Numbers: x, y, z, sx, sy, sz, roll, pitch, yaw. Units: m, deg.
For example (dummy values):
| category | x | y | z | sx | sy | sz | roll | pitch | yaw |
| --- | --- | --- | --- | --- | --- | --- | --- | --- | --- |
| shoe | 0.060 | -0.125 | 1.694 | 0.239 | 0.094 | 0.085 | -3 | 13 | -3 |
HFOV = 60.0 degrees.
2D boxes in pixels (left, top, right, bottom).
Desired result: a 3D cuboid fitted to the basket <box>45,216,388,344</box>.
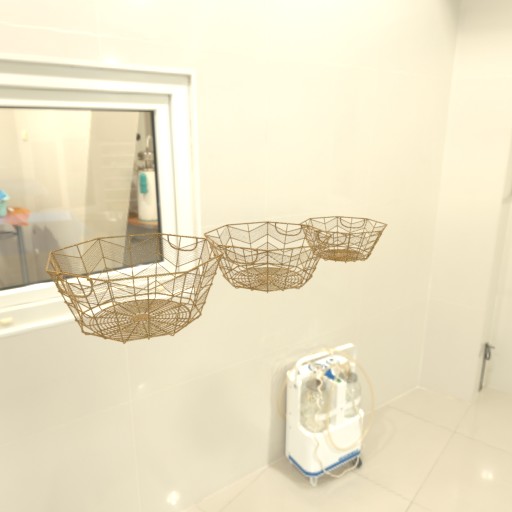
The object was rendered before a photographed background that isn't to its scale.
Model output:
| category | x | y | z | sx | sy | sz | roll | pitch | yaw |
| --- | --- | --- | --- | --- | --- | --- | --- | --- | --- |
| basket | 0.000 | 0.000 | 1.387 | 1.245 | 0.178 | 0.432 | -14 | 21 | -42 |
